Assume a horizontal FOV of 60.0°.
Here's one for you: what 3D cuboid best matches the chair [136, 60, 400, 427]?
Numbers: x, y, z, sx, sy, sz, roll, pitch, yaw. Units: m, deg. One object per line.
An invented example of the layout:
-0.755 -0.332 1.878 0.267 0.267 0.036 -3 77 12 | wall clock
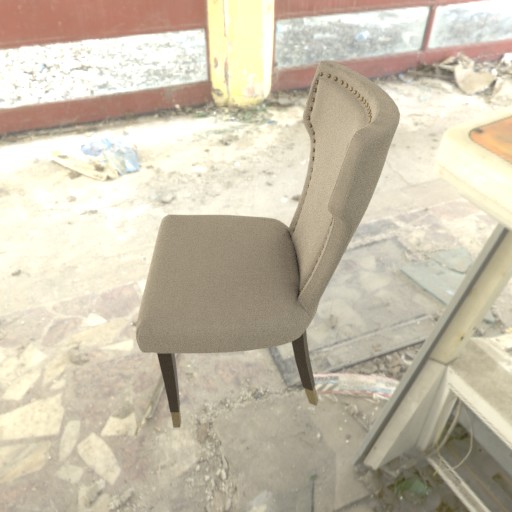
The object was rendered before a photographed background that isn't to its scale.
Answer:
0.000 0.000 1.289 0.630 0.950 0.526 -1 39 -1 | chair
